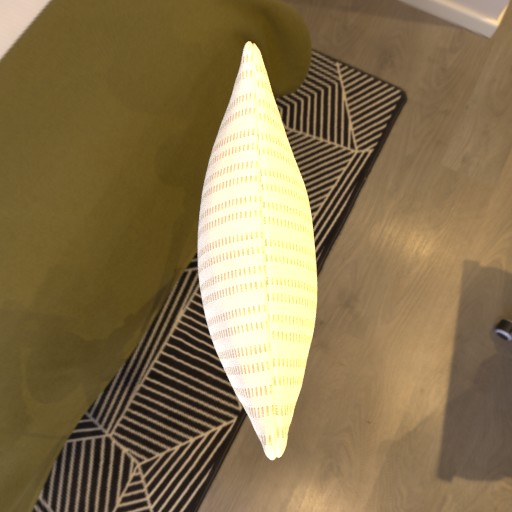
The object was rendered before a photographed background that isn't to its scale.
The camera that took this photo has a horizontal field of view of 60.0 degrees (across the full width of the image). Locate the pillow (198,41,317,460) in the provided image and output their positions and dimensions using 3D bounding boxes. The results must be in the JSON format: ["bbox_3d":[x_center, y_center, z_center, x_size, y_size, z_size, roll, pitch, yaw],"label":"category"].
[{"bbox_3d":[0.000,0.000,0.809,0.210,0.353,0.640,-3,76,-1],"label":"pillow"}]
